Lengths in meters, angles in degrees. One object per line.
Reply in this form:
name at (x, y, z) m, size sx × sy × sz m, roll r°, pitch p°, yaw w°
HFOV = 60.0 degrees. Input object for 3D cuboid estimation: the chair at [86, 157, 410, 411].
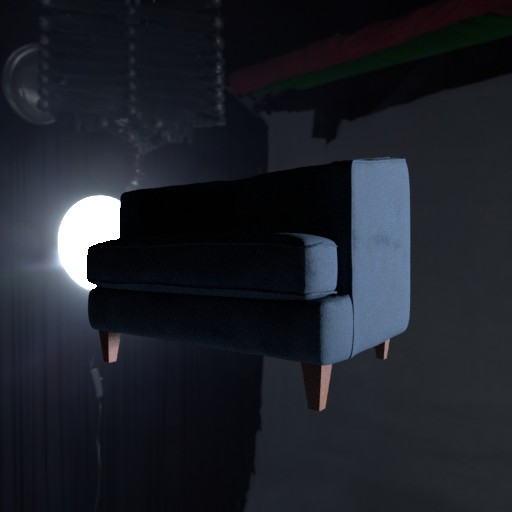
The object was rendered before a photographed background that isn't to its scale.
chair at (0.000, 0.000, 1.795) m, size 1.094 × 0.852 × 0.940 m, roll 0°, pitch 0°, yaw 37°
